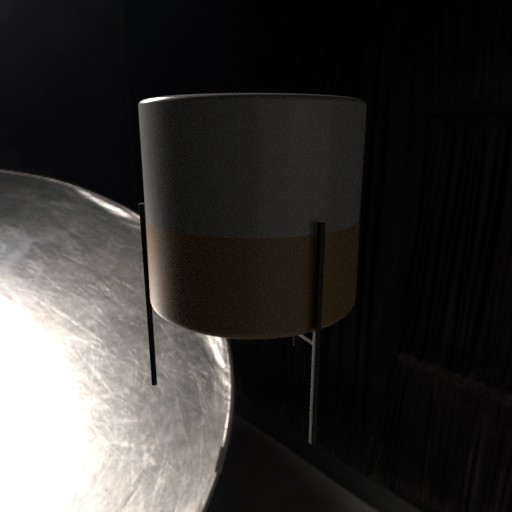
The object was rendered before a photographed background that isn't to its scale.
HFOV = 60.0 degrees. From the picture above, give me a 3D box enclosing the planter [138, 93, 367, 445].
[{"bbox_3d":[0.000,0.000,0.657,0.310,0.432,0.310,-15,21,-42],"label":"planter"}]
